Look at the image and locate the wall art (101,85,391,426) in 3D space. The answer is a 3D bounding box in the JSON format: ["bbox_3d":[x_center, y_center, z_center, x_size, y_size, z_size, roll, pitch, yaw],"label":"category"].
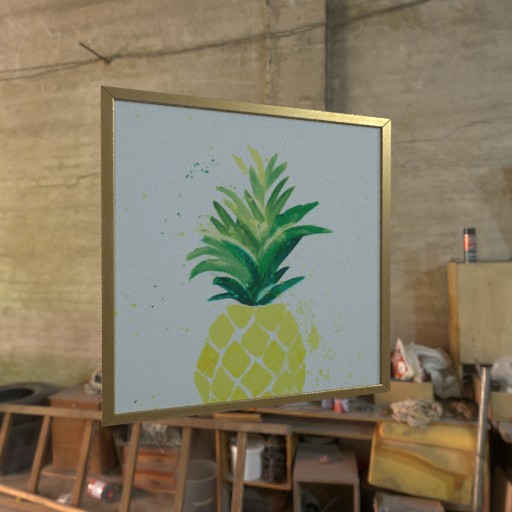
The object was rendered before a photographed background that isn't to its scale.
[{"bbox_3d":[0.000,0.000,0.464,0.306,0.305,0.038,0,0,-19],"label":"wall art"}]
